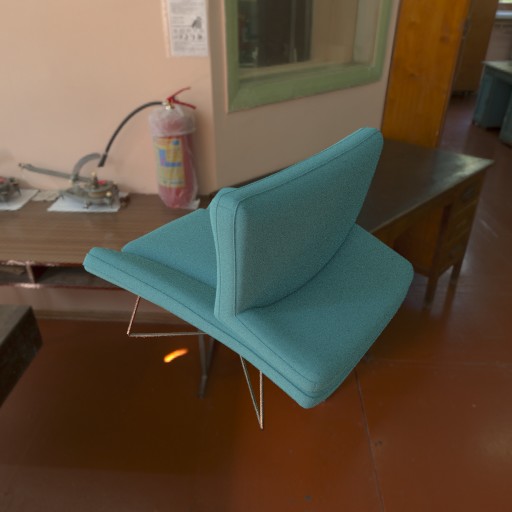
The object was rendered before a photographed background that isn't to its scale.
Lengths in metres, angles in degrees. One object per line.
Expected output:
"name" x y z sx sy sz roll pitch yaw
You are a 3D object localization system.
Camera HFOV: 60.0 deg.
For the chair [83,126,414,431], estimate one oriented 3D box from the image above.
"chair" 0.000 0.000 1.654 1.008 0.855 0.859 21 36 31
